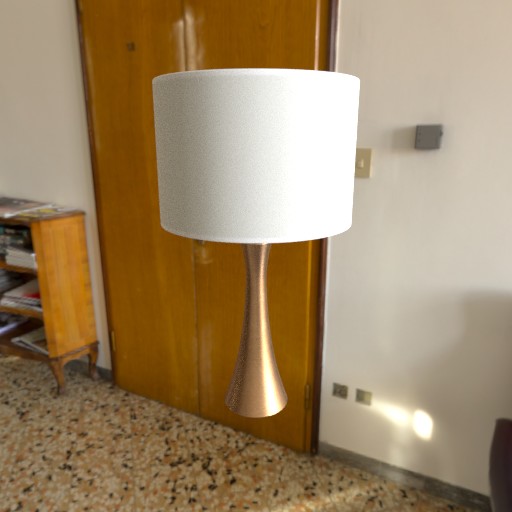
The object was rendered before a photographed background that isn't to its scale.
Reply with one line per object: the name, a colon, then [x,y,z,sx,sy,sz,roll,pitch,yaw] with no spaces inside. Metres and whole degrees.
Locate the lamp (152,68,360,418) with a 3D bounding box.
lamp: [0.000,0.000,0.652,0.268,0.479,0.268,-2,16,-7]
